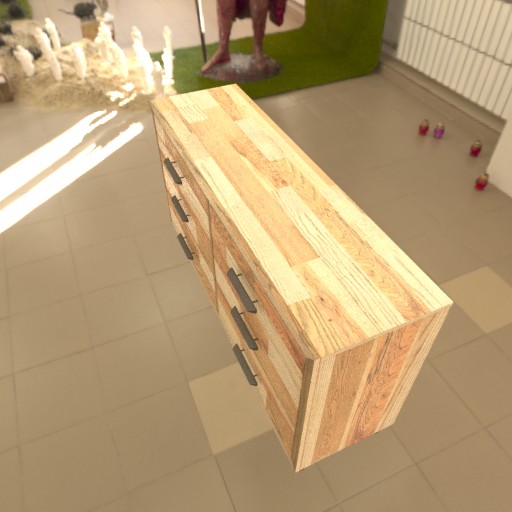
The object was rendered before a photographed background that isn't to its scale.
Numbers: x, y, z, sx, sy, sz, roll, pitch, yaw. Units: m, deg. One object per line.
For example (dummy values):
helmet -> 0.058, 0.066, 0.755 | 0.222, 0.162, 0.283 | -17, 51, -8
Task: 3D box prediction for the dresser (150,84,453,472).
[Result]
dresser -> 0.000, 0.000, 1.941 | 0.487, 0.834, 1.547 | -18, 48, -17
